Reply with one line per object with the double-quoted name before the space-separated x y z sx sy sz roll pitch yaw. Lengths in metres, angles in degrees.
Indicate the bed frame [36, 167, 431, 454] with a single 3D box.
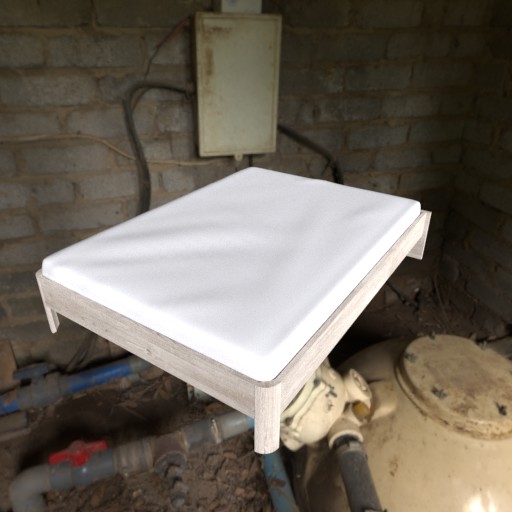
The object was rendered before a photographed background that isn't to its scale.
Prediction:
"bed frame" 0.000 0.000 2.653 1.490 0.462 1.950 18 33 29
